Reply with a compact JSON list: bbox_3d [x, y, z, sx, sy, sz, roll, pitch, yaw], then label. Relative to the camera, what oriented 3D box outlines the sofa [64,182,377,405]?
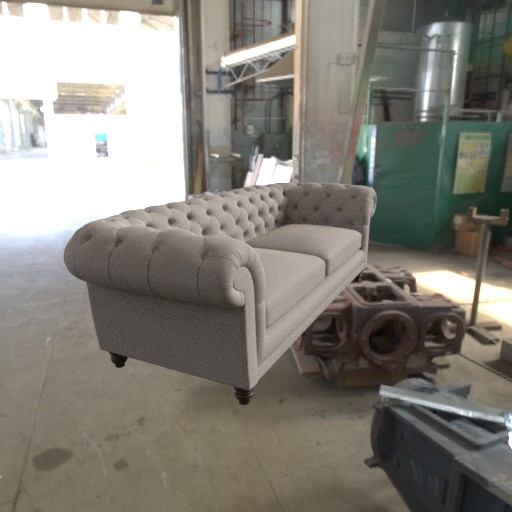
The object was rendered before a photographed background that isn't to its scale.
[{"bbox_3d":[0.000,0.000,2.794,0.991,0.749,2.411,7,17,26],"label":"sofa"}]
